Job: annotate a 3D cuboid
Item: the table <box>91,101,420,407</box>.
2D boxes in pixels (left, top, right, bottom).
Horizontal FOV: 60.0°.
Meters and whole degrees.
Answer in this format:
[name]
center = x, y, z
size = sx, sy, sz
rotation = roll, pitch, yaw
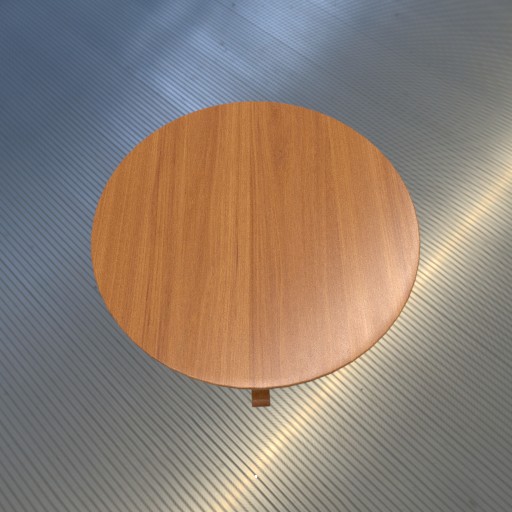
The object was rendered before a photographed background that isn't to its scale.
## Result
[table]
center = 0.000, 0.000, 1.612
size = 1.029, 0.490, 1.029
rotation = 0, 64, 0
